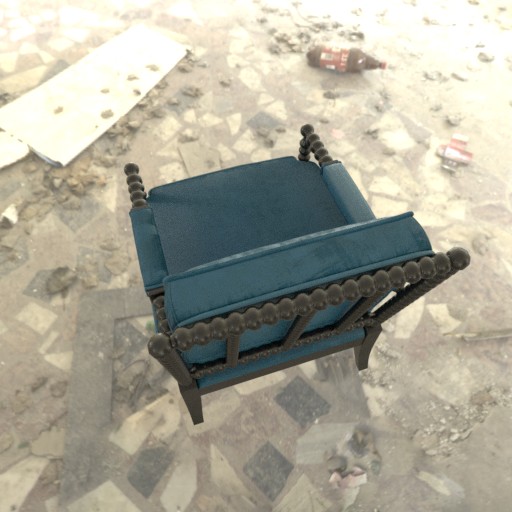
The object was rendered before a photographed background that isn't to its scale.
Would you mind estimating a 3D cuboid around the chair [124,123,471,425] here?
[{"bbox_3d":[0.000,0.000,1.356,0.688,0.857,0.805,-15,58,-10],"label":"chair"}]
